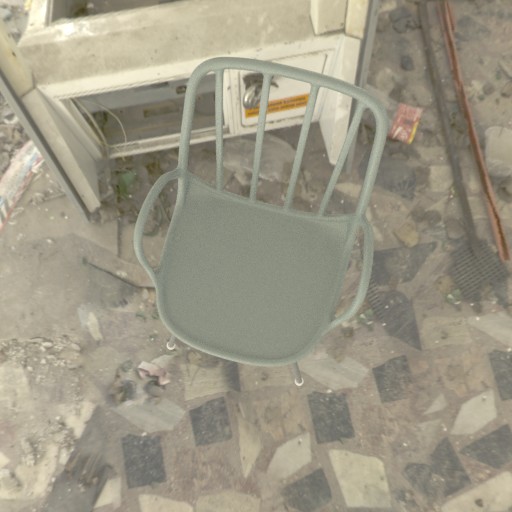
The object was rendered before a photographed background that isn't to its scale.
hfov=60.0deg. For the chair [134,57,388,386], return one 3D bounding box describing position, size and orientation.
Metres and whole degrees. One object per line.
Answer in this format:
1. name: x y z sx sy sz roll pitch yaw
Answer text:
1. chair: 0.000 0.000 1.207 0.549 0.816 0.597 15 76 4
